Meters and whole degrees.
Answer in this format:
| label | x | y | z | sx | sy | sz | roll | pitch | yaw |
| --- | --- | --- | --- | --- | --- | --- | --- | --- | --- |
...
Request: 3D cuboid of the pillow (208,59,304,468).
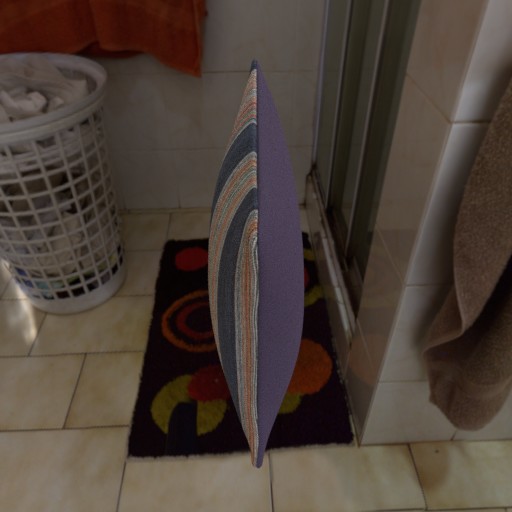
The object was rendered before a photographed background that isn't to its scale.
| label | x | y | z | sx | sy | sz | roll | pitch | yaw |
| --- | --- | --- | --- | --- | --- | --- | --- | --- | --- |
| pillow | 0.000 | 0.000 | 0.643 | 0.136 | 0.419 | 0.437 | 0 | 41 | 0 |
